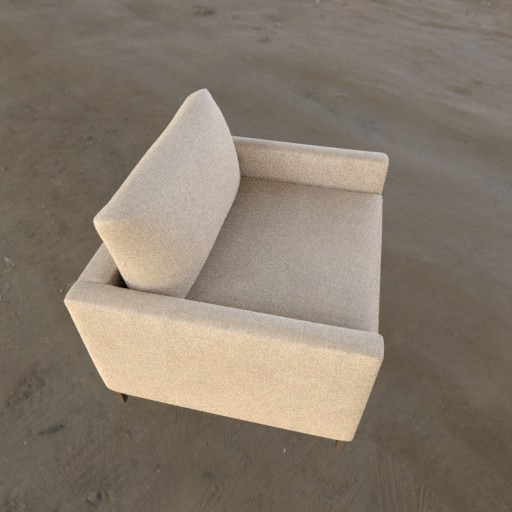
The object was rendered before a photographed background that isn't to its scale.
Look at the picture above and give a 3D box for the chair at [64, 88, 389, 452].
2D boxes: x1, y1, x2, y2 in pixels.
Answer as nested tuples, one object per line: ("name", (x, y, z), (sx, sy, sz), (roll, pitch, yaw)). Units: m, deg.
("chair", (0.000, 0.000, 1.571), (0.866, 0.861, 0.963), (9, 46, 9))
